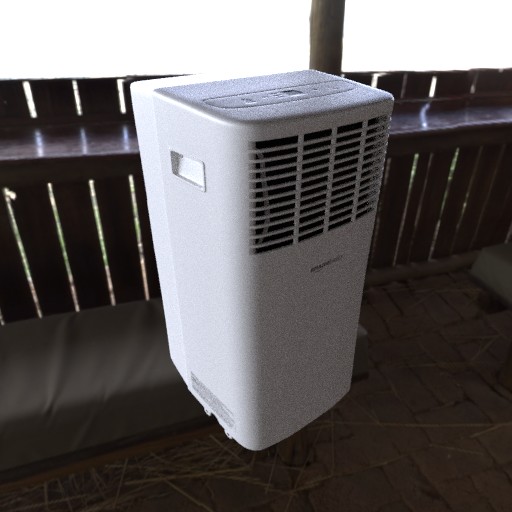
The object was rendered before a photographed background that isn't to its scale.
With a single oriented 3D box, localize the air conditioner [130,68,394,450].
[{"bbox_3d":[0.000,0.000,0.814,0.304,0.606,0.349,-21,37,-31],"label":"air conditioner"}]
